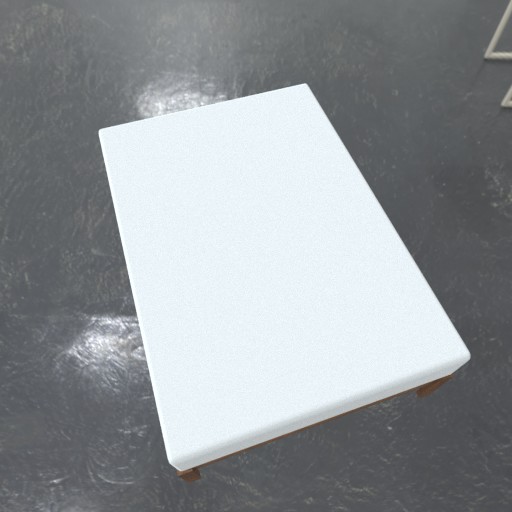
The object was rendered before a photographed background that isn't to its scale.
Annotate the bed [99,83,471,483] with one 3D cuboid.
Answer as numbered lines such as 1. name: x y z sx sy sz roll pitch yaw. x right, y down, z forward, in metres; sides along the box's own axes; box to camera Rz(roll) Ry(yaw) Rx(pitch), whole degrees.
1. bed: 0.000 0.000 2.518 1.348 0.616 1.927 -16 60 -10
